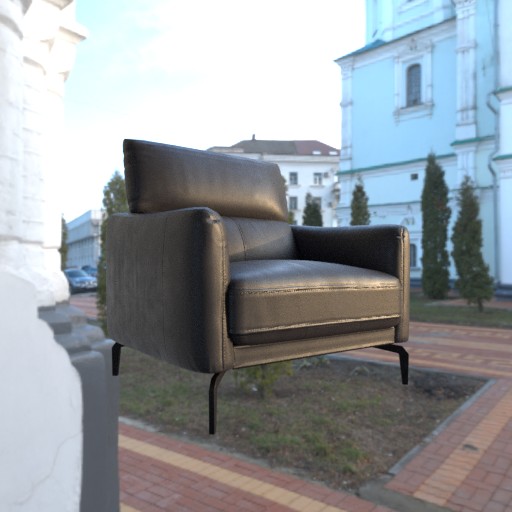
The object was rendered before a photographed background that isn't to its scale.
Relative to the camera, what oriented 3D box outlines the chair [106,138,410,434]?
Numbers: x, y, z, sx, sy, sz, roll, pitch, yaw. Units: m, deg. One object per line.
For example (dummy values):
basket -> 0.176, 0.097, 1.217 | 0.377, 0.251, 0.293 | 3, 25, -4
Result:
chair -> 0.000, 0.000, 1.704 | 0.976, 0.949, 0.809 | 1, -2, -36
